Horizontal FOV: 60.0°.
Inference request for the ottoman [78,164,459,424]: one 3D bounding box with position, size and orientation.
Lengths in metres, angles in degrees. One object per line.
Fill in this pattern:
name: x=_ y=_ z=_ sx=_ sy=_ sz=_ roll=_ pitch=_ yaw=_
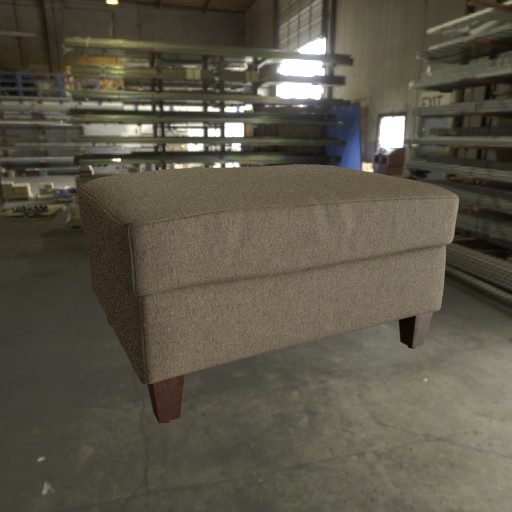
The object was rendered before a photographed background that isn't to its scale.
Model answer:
ottoman: x=0.000 y=0.000 z=1.301 sx=0.889 sy=0.511 sz=0.692 roll=-8 pitch=17 yaw=-27
